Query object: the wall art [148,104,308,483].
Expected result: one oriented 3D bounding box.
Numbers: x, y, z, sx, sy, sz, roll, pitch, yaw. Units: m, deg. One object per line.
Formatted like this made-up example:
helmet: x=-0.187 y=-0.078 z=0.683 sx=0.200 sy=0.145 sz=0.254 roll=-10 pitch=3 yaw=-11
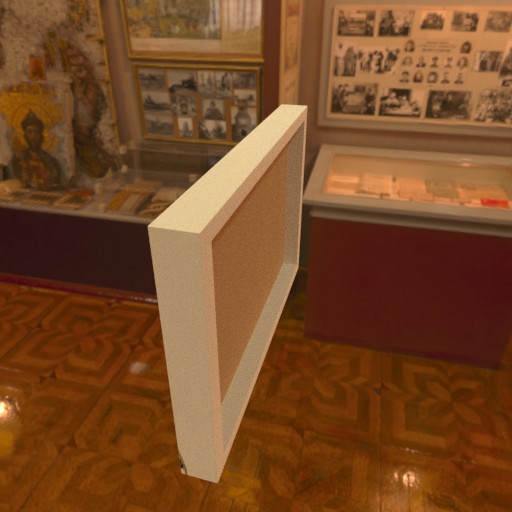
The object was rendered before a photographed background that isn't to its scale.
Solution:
wall art: x=0.000 y=0.000 z=0.500 sx=0.039 sy=0.254 sz=0.384 roll=8 pitch=31 yaw=14
